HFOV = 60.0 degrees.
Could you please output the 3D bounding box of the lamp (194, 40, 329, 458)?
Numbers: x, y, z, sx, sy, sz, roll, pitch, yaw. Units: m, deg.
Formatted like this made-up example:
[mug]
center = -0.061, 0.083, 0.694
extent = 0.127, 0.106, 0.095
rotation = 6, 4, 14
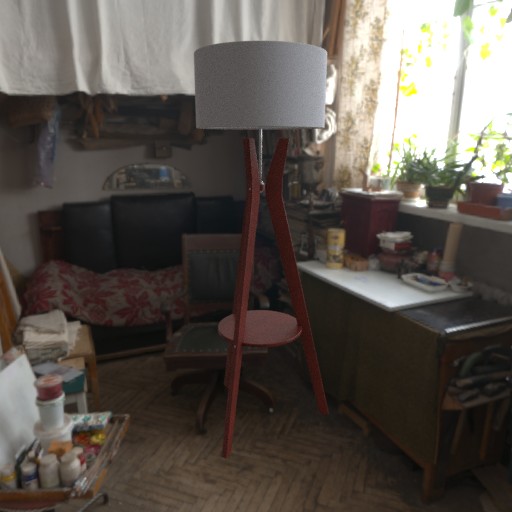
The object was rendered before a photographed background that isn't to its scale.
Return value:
[lamp]
center = 0.000, 0.000, 1.742
extent = 0.539, 1.472, 0.542
rotation = 7, 17, 26
